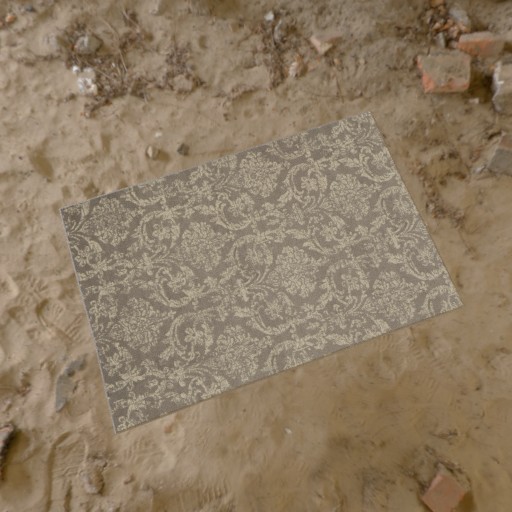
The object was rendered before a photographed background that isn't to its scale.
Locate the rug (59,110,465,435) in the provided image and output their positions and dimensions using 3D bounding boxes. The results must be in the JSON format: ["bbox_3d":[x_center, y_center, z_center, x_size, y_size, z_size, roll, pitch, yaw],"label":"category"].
[{"bbox_3d":[0.000,0.000,3.485,2.746,0.018,1.819,-19,75,-5],"label":"rug"}]
